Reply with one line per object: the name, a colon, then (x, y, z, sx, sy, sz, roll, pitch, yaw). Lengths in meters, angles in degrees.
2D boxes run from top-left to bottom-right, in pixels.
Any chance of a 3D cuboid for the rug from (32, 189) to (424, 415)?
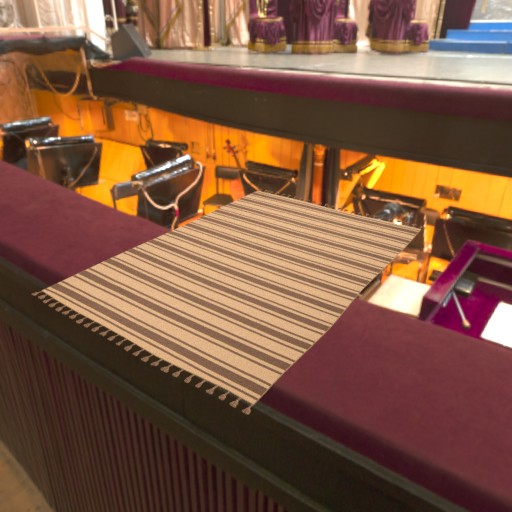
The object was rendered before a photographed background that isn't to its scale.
rug: (0.000, 0.000, 3.906, 2.030, 0.017, 3.040, 18, 33, 31)
